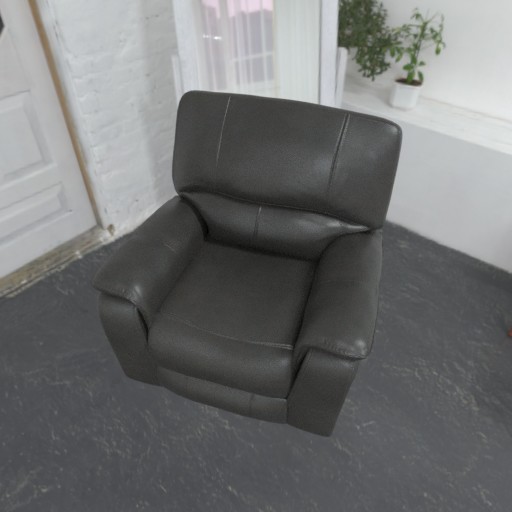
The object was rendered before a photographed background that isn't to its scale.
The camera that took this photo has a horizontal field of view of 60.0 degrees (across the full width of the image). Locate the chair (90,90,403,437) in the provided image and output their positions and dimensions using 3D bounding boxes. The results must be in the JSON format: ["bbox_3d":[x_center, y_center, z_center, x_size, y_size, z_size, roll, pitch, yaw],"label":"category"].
[{"bbox_3d":[0.000,0.000,1.979,1.096,1.109,1.087,12,44,13],"label":"chair"}]
